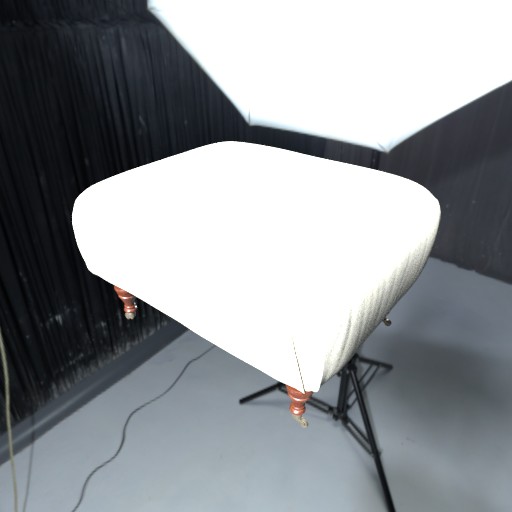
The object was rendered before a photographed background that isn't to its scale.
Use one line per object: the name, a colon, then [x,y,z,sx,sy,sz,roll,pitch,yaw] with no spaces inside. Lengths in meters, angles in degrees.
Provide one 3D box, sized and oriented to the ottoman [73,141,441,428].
ottoman: [0.000,0.000,1.148,0.747,0.450,0.622,22,37,32]
